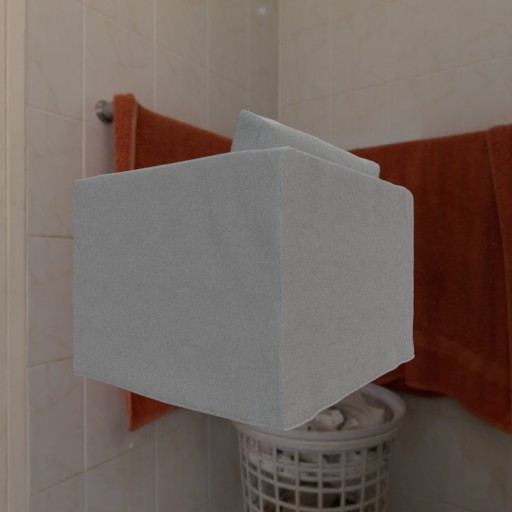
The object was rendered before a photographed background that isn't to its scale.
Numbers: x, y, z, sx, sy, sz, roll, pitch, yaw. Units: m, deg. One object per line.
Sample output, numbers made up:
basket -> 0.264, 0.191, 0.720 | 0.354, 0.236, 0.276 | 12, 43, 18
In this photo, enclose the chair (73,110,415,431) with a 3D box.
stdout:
chair -> 0.000, 0.000, 1.751 | 0.949, 0.863, 1.057 | 0, 0, 37
